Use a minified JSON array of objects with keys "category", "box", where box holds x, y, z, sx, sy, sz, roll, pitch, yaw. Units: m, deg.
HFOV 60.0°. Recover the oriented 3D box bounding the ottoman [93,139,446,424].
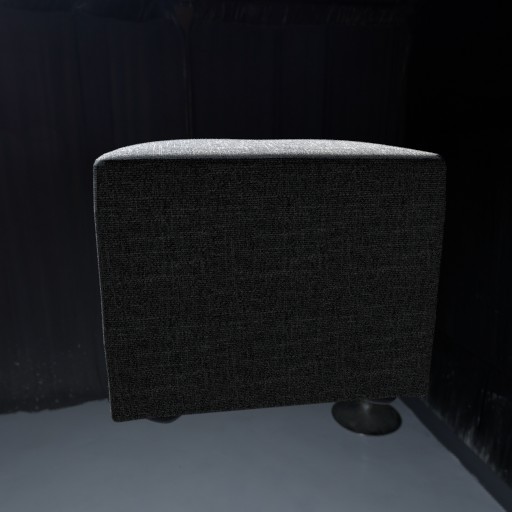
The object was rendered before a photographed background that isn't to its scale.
[{"category":"ottoman","box":[0.000,0.000,0.894,0.521,0.453,0.512,-2,13,-8]}]
